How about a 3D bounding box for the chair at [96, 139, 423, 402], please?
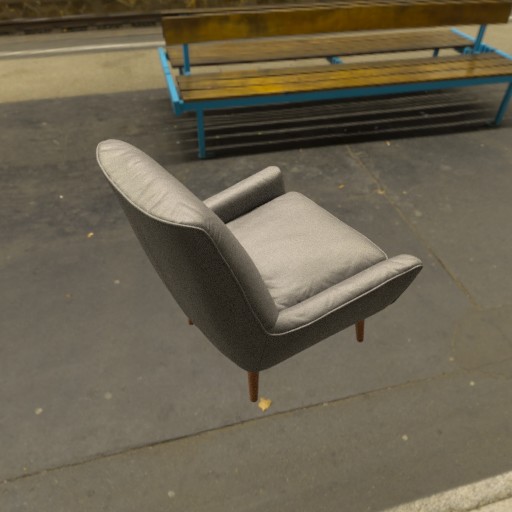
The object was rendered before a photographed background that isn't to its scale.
[{"bbox_3d":[0.000,0.000,1.517,0.822,0.888,0.787,-26,47,-27],"label":"chair"}]
